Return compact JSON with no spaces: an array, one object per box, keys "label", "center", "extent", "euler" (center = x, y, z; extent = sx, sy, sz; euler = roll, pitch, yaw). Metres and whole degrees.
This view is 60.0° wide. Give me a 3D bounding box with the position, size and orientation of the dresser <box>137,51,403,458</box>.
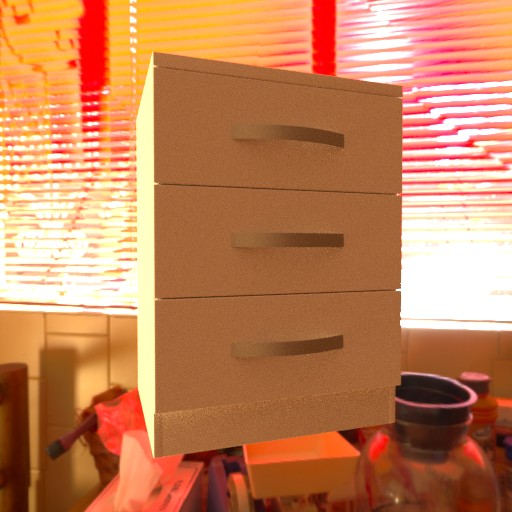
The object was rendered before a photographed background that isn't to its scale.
[{"label":"dresser","center":[0.000,0.000,0.816],"extent":[0.400,0.560,0.360],"euler":[0,1,-19]}]
